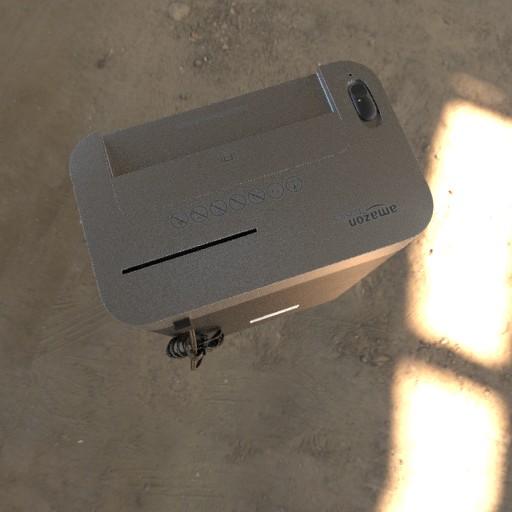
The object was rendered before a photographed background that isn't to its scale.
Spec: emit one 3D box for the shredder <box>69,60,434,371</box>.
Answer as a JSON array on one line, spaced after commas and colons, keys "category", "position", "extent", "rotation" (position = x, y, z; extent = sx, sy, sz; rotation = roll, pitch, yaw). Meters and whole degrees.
[{"category": "shredder", "position": [0.000, 0.000, 0.604], "extent": [0.311, 0.419, 0.237], "rotation": [-18, 76, -4]}]
